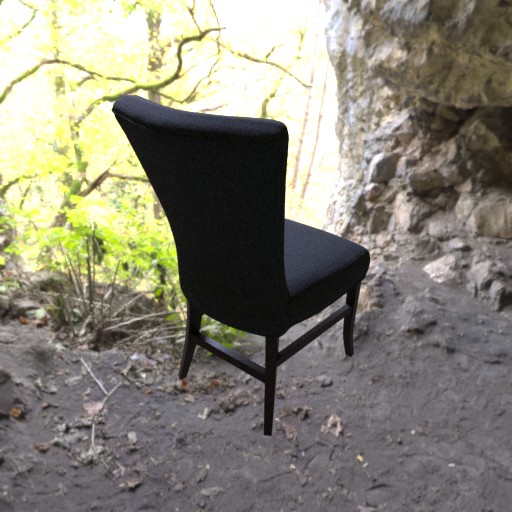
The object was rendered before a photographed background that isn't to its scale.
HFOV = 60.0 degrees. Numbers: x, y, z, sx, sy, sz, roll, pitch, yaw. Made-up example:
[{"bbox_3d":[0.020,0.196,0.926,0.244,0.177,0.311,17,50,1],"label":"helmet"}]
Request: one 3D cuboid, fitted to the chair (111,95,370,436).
[{"bbox_3d":[0.000,0.000,1.400,0.520,0.991,0.660,21,36,32],"label":"chair"}]
